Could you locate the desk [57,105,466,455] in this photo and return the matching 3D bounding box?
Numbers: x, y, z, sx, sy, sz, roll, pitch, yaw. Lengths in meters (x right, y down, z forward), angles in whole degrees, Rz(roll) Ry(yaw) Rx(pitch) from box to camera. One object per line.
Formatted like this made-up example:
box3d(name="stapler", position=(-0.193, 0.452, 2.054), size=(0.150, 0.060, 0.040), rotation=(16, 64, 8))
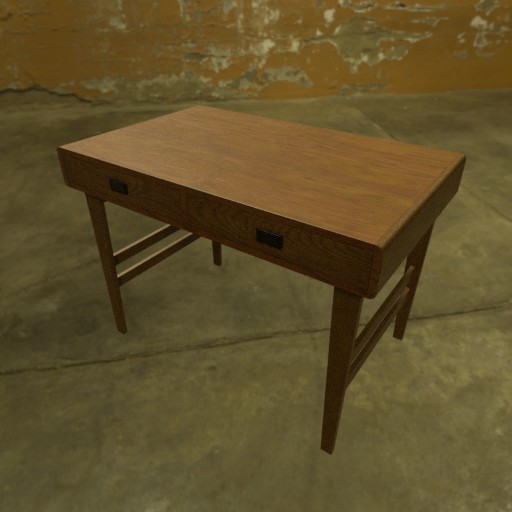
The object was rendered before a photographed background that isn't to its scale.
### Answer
box3d(name="desk", position=(0.000, 0.000, 1.542), size=(1.066, 0.754, 0.660), rotation=(20, 37, 29))
